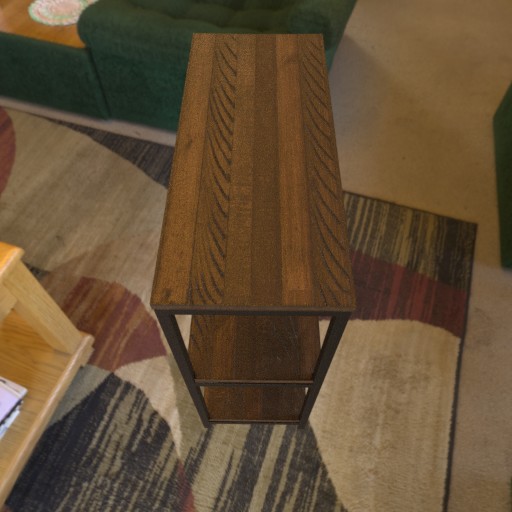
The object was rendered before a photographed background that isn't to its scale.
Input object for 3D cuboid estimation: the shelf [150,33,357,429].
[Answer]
[{"bbox_3d":[0.000,0.000,1.373,0.352,0.947,0.822,1,57,0],"label":"shelf"}]
